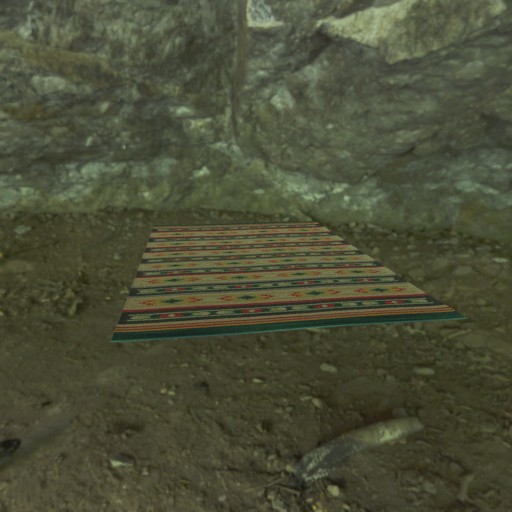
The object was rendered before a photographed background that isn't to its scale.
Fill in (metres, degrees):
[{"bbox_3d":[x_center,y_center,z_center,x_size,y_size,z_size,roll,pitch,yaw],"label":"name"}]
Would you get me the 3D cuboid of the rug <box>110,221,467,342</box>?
[{"bbox_3d":[0.000,0.000,3.006,1.520,0.011,2.447,-2,15,-8],"label":"rug"}]
